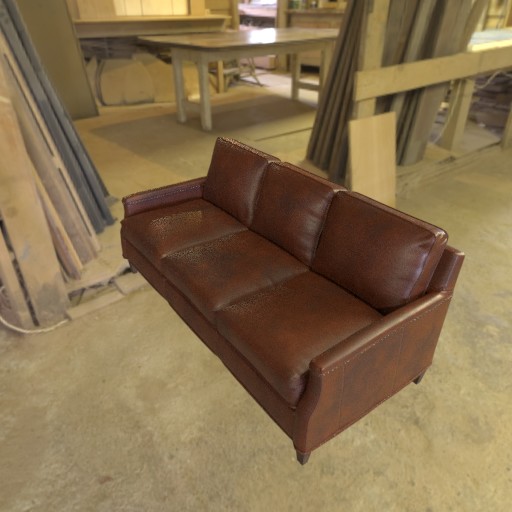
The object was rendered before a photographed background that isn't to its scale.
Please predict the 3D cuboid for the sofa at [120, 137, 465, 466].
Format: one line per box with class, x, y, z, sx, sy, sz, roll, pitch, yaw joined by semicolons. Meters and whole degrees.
sofa;0.000;0.000;2.897;1.084;1.003;2.240;-20;37;-30
